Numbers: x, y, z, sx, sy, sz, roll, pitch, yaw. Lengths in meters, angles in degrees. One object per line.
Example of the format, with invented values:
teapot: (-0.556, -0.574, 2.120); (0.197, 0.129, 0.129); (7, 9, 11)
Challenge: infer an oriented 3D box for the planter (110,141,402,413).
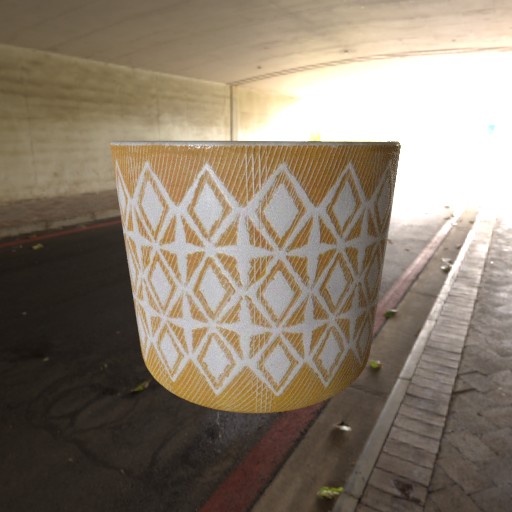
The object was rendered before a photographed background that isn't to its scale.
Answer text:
planter: (0.000, 0.000, 0.328); (0.193, 0.165, 0.193); (0, 15, 0)
